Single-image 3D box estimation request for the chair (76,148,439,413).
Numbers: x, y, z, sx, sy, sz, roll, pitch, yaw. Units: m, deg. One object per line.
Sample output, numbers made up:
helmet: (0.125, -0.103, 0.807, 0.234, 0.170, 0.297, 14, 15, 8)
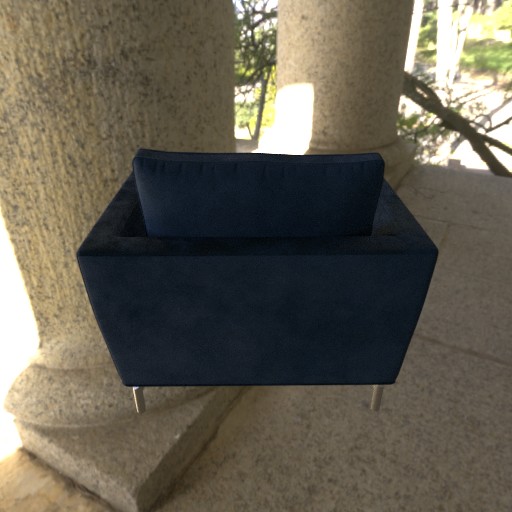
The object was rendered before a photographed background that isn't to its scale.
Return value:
chair: (0.000, 0.000, 1.593, 0.977, 0.893, 0.746, 0, 30, -1)
